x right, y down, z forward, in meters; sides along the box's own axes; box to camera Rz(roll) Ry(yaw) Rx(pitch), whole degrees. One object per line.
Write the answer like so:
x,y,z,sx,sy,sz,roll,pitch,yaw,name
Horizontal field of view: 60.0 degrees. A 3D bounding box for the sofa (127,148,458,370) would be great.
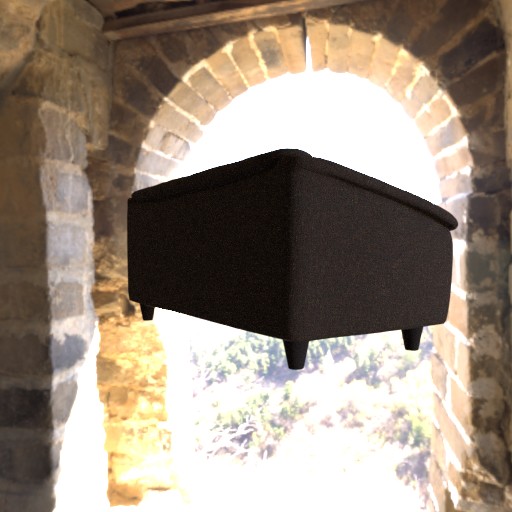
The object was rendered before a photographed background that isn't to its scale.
0.000,0.000,2.333,0.887,0.790,1.849,0,1,-36,sofa
